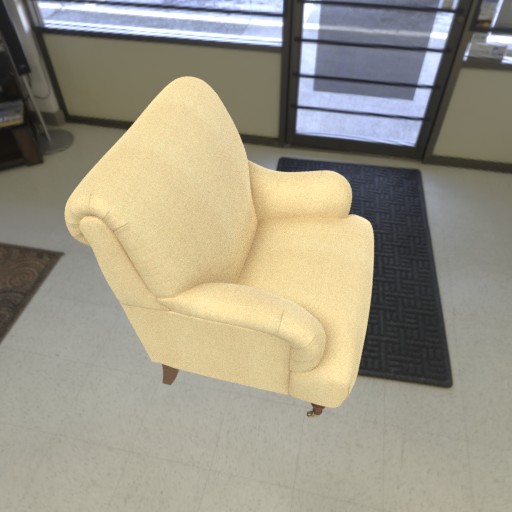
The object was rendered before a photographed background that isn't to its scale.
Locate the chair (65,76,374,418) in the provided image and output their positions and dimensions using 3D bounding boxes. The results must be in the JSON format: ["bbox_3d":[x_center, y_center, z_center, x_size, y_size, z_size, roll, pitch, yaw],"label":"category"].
[{"bbox_3d":[0.000,0.000,1.563,0.842,0.944,0.766,11,47,10],"label":"chair"}]
